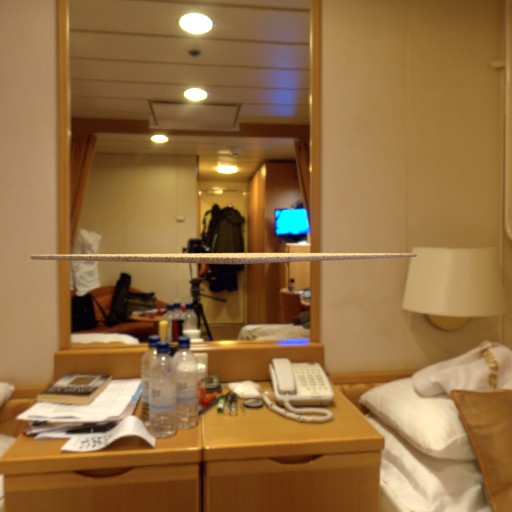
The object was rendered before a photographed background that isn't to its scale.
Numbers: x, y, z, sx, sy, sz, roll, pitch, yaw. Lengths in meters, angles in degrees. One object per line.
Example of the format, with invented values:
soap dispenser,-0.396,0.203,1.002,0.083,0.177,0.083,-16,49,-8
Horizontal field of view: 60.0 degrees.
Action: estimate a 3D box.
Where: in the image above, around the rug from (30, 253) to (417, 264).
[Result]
rug,0.000,0.000,3.019,1.500,0.025,2.349,1,1,36
